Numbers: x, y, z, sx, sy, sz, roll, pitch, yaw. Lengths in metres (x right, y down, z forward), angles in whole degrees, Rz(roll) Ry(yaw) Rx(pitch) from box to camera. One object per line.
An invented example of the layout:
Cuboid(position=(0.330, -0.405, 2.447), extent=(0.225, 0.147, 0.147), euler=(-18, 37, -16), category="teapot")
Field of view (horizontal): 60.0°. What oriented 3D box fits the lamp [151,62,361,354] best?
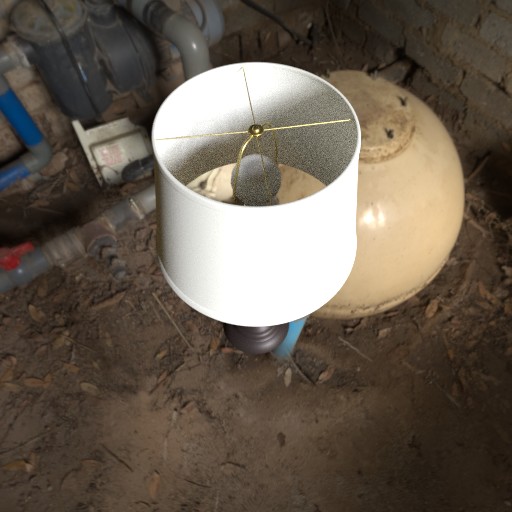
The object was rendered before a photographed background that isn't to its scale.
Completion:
Cuboid(position=(0.000, 0.000, 0.807), extent=(0.335, 0.611, 0.335), euler=(0, 58, 0), category="lamp")
